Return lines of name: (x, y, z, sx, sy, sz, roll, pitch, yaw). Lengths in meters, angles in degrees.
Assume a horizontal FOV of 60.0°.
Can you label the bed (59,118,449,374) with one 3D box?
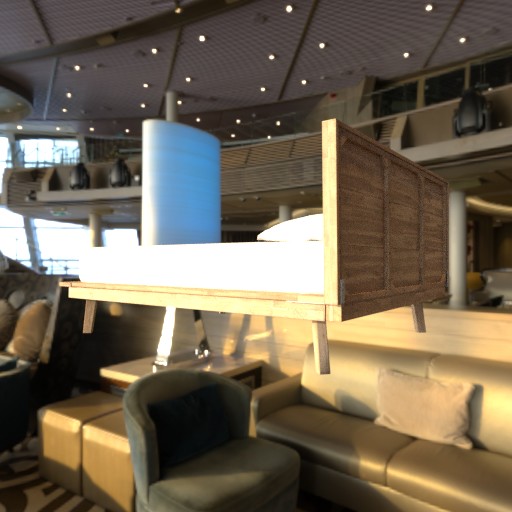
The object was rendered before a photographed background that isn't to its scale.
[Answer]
bed: (0.000, 0.000, 3.105, 2.145, 1.071, 1.759, 0, -1, 37)
